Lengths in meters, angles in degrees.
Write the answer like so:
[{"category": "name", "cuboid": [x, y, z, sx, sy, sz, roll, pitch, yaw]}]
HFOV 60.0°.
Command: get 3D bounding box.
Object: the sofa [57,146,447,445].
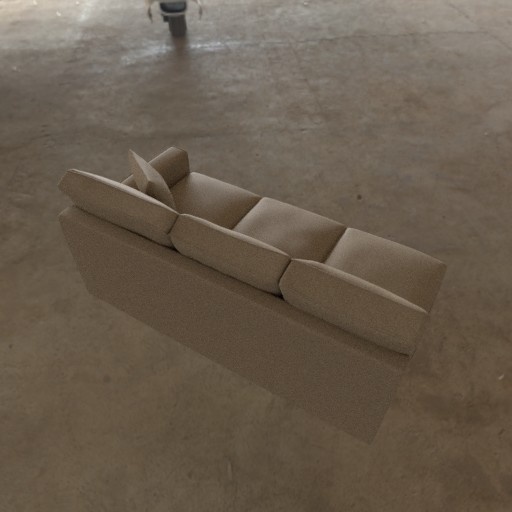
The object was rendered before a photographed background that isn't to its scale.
[{"category": "sofa", "cuboid": [0.000, 0.000, 2.552, 1.963, 0.946, 1.034, 23, 50, 21]}]
